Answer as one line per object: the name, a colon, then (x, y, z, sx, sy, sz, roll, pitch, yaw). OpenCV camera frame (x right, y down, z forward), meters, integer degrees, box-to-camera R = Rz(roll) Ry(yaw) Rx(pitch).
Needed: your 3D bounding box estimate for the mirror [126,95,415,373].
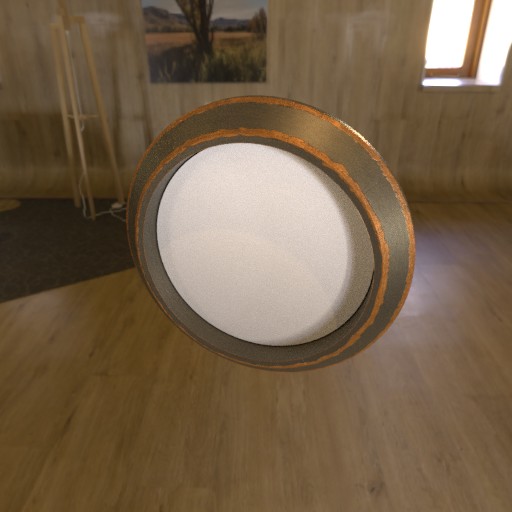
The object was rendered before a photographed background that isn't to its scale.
mirror: (0.000, 0.000, 1.340, 0.907, 0.907, 0.111, 8, 27, 15)
